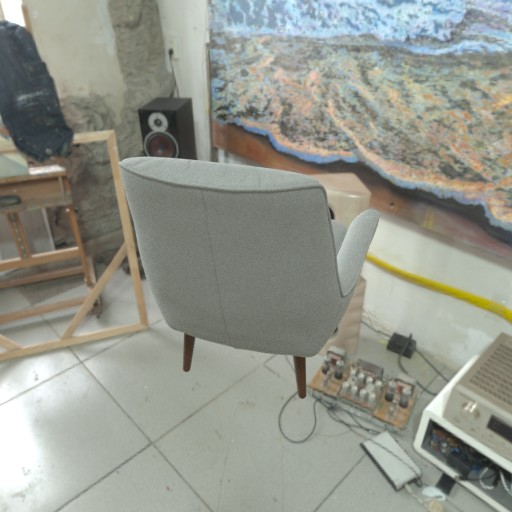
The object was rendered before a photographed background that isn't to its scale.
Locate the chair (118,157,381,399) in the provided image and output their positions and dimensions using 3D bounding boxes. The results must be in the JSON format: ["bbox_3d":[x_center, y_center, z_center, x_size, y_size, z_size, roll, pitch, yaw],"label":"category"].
[{"bbox_3d":[0.000,0.000,1.527,0.787,0.888,0.822,9,33,14],"label":"chair"}]
